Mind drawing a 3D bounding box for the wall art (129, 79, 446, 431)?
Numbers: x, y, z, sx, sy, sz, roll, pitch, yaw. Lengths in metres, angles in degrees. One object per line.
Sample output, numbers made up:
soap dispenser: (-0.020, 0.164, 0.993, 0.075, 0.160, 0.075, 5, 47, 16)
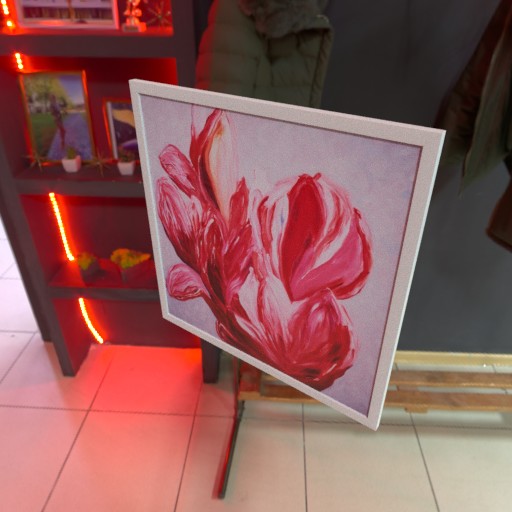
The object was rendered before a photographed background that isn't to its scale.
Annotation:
wall art: (0.000, 0.000, 1.182, 0.805, 0.803, 0.022, 21, 38, 30)
